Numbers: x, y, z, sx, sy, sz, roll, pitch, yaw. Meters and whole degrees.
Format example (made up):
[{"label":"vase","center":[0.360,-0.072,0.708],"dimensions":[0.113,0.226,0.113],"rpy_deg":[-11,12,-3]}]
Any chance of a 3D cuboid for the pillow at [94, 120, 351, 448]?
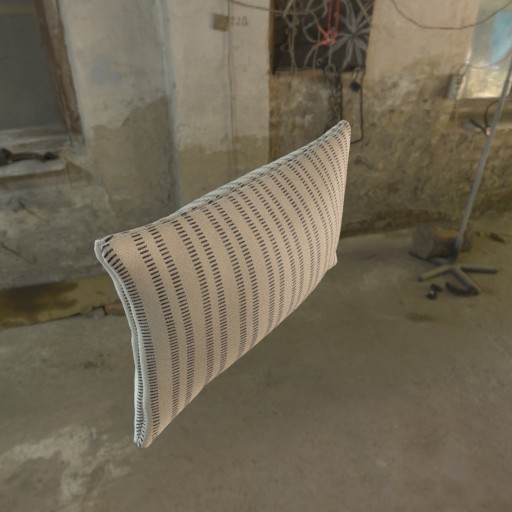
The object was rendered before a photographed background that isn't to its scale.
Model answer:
[{"label":"pillow","center":[0.000,0.000,0.796],"dimensions":[0.210,0.353,0.640],"rpy_deg":[20,37,29]}]
